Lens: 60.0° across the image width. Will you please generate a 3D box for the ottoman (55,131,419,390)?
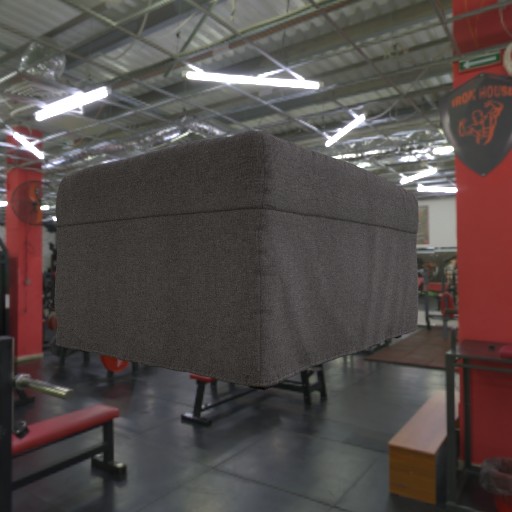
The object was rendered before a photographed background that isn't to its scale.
[{"bbox_3d":[0.000,0.000,1.229,0.652,0.492,0.833,-1,-1,37],"label":"ottoman"}]
